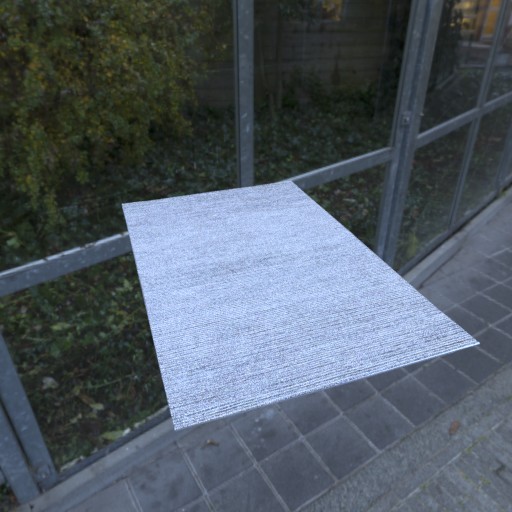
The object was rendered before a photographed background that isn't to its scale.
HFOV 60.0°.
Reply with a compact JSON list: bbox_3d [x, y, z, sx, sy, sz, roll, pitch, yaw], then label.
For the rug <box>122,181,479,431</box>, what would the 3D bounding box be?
[{"bbox_3d":[0.000,0.000,2.222,1.159,0.021,1.789,-10,32,-17],"label":"rug"}]
